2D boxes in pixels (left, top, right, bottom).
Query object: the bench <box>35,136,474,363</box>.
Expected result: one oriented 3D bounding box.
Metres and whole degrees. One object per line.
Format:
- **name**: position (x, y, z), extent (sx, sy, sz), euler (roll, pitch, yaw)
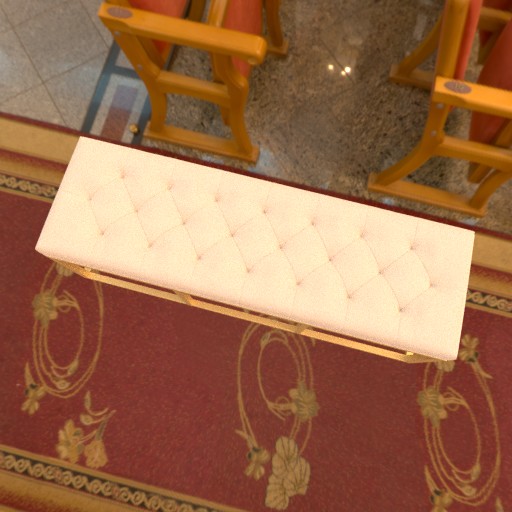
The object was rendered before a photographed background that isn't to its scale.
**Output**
- **bench**: position (0.000, 0.000, 1.751), extent (1.473, 0.484, 0.457), euler (14, 76, 4)
